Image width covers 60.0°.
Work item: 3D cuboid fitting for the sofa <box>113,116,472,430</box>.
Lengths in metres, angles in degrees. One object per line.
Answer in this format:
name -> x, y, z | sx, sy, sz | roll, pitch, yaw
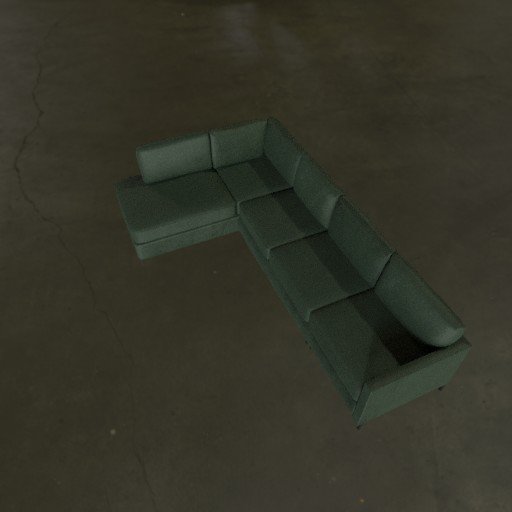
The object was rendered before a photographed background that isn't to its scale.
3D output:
sofa -> 0.000, 0.000, 4.252 | 2.048, 0.996, 3.384 | -18, 50, -16
